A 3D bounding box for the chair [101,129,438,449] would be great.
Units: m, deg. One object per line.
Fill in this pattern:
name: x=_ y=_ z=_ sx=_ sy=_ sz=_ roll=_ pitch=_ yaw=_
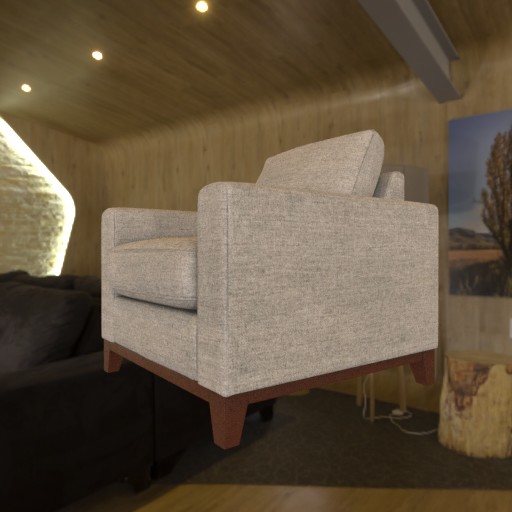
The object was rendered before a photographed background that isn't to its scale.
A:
chair: x=0.000 y=0.000 z=1.837 sx=1.038 sy=1.010 sz=1.024 roll=0 pitch=1 yaw=-37
